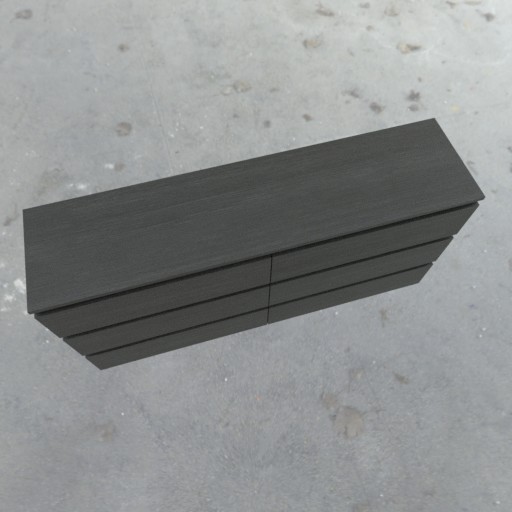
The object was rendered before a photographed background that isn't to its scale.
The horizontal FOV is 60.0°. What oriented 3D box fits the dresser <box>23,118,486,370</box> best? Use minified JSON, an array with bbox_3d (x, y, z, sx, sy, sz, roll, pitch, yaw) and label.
[{"bbox_3d":[0.000,0.000,1.919,1.590,0.795,0.400,-14,63,-7],"label":"dresser"}]
